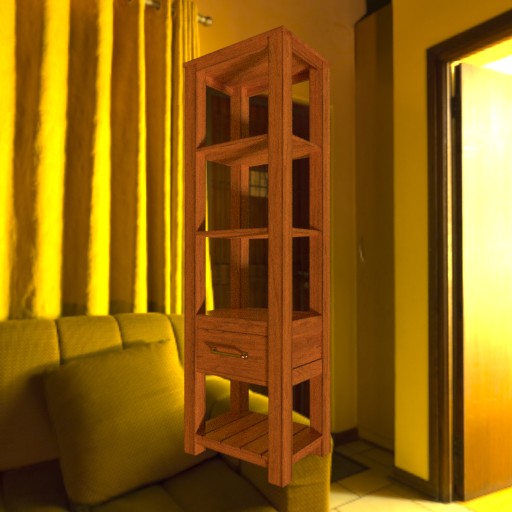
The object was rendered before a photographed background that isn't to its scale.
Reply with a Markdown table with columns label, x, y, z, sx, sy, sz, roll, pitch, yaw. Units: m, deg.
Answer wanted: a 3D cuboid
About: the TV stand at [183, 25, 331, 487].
| label | x | y | z | sx | sy | sz | roll | pitch | yaw |
| --- | --- | --- | --- | --- | --- | --- | --- | --- | --- |
| TV stand | 0.000 | 0.000 | 2.074 | 0.565 | 1.828 | 0.435 | -1 | -1 | 37 |
